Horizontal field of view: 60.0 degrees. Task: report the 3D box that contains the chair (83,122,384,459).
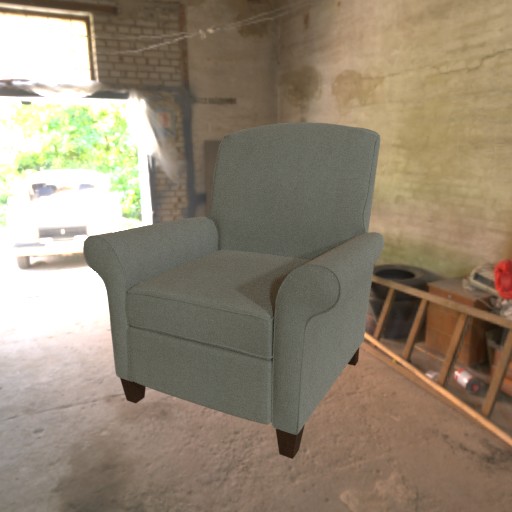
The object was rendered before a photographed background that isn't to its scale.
[{"bbox_3d":[0.000,0.000,1.784,0.978,1.061,0.905,7,16,27],"label":"chair"}]
